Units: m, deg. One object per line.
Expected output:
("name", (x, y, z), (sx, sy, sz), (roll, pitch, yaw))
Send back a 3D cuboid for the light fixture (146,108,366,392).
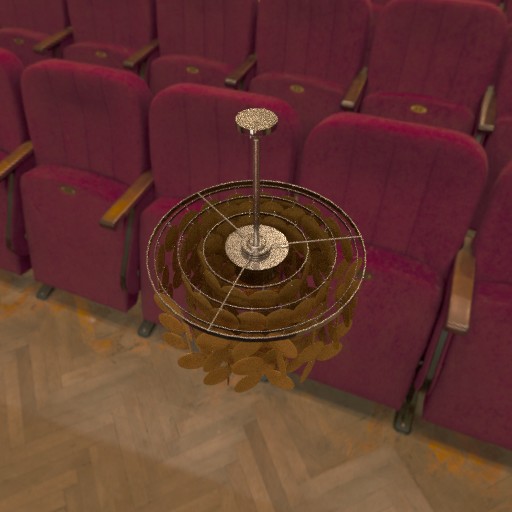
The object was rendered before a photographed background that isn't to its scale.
("light fixture", (0.000, 0.000, 0.734), (0.368, 0.492, 0.368), (0, 47, 0))
